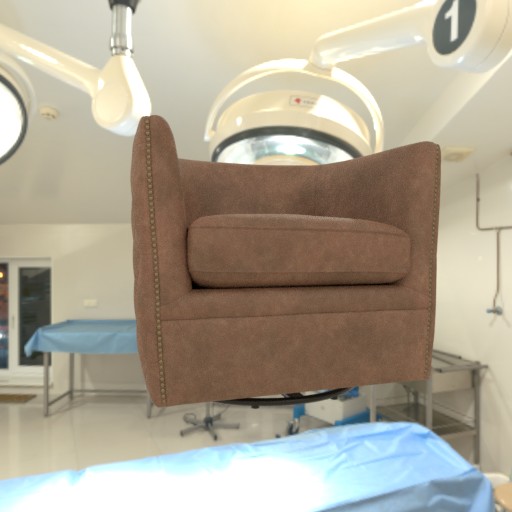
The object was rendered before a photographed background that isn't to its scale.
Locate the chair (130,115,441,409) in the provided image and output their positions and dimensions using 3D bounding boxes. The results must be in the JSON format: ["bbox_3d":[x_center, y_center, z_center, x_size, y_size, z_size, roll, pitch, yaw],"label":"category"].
[{"bbox_3d":[0.000,0.000,1.518,0.850,0.790,0.870,0,0,-18],"label":"chair"}]
